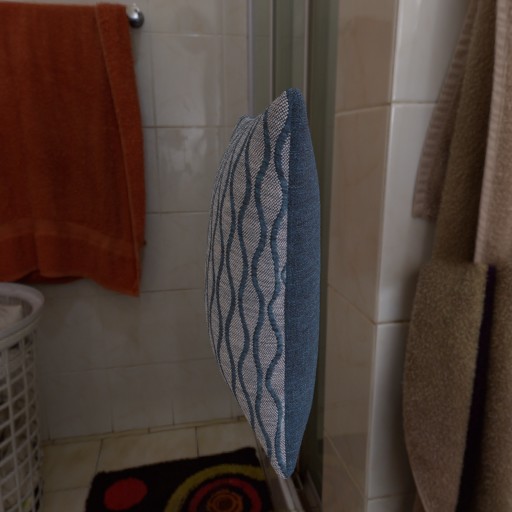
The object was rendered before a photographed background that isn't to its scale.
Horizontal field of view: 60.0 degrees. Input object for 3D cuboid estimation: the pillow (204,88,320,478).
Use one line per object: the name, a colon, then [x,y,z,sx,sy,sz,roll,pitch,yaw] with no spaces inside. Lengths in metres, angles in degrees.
pillow: [0.000,0.000,0.670,0.159,0.435,0.435,-2,15,-9]
